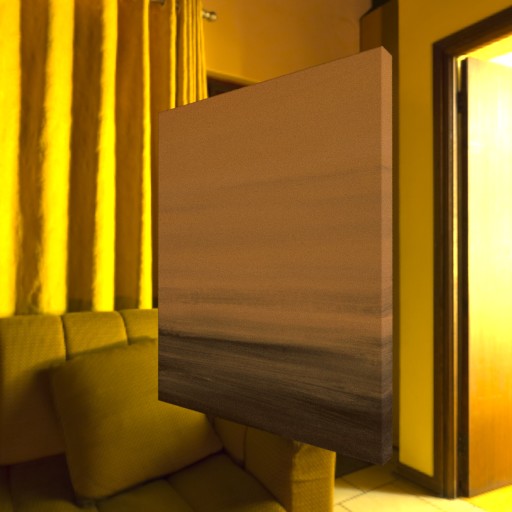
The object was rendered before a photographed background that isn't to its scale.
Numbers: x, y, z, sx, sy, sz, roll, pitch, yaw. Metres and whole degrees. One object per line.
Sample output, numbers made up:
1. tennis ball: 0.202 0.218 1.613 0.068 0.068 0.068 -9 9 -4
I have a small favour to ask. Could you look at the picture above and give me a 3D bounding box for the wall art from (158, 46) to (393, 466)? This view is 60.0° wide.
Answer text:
1. wall art: 0.000 0.000 0.805 0.489 0.608 0.040 0 0 37
